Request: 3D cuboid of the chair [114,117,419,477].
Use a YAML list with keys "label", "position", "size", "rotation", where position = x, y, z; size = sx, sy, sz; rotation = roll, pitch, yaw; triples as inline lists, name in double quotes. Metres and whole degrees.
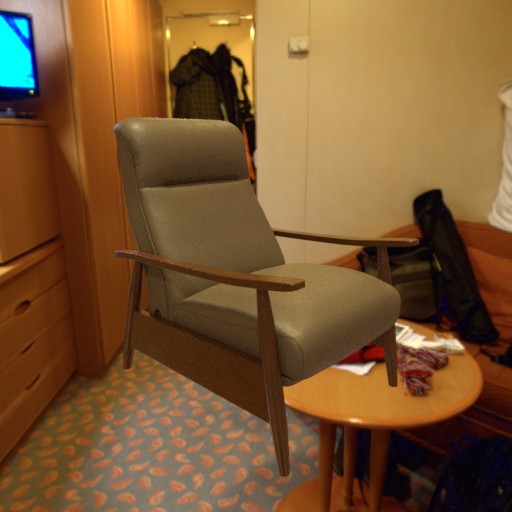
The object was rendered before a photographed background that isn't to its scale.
- label: "chair"
  position: [0.000, 0.000, 1.788]
  size: [1.014, 1.082, 0.762]
  rotation: [14, 20, 42]
